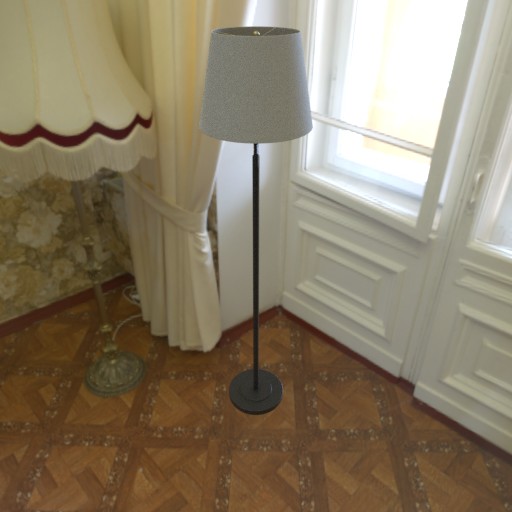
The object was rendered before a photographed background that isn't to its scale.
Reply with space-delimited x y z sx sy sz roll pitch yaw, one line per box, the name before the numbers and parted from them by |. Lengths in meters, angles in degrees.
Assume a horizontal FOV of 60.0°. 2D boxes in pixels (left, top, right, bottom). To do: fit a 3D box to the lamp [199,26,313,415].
lamp | 0.000 0.000 1.619 0.348 1.473 0.348 0 32 0
